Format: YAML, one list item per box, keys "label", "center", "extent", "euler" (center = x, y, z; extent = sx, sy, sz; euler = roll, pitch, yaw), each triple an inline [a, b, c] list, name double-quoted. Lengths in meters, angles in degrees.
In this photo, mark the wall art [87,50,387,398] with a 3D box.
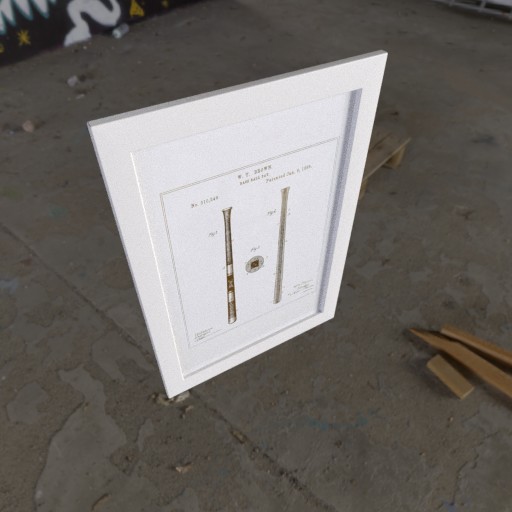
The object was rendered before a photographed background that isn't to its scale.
- label: "wall art"
  center: [0.000, 0.000, 0.605]
  extent: [0.329, 0.482, 0.011]
  euler: [-22, 49, -20]
